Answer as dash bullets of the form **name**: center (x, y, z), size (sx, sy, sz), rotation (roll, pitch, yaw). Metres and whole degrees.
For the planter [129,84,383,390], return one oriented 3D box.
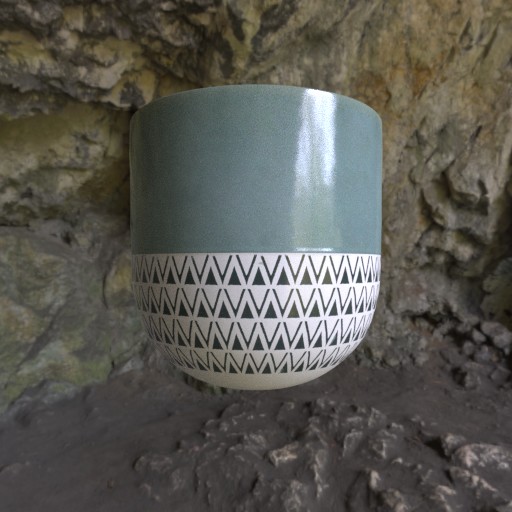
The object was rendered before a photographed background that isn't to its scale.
- **planter**: center (0.000, 0.000, 0.483), size (0.266, 0.270, 0.266), rotation (0, -1, 0)
